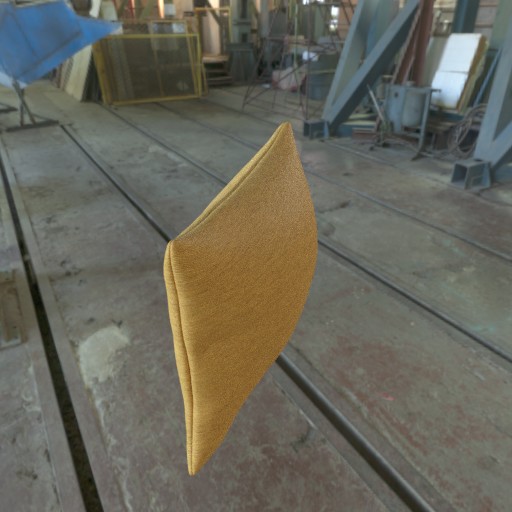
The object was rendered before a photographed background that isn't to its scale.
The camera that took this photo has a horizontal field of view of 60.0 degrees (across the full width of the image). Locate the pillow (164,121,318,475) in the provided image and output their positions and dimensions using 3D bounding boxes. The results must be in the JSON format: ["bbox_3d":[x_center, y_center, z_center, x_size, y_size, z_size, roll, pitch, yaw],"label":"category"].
[{"bbox_3d":[0.000,0.000,0.785,0.210,0.354,0.634,7,29,12],"label":"pillow"}]
